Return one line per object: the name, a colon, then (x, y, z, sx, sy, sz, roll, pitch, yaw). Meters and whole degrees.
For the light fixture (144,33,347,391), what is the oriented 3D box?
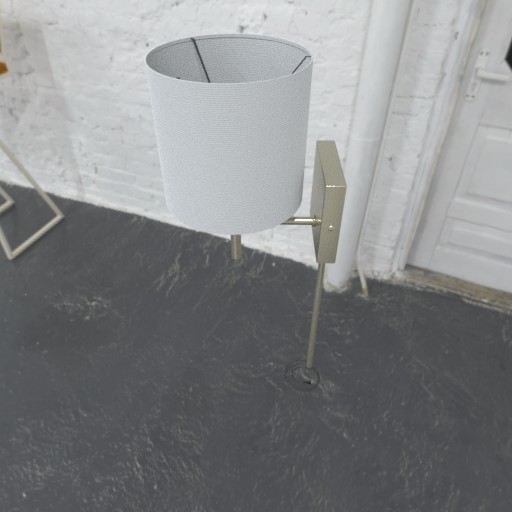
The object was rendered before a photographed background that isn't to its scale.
light fixture: (0.000, 0.000, 0.687, 0.248, 0.589, 0.188, 1, 40, 1)
